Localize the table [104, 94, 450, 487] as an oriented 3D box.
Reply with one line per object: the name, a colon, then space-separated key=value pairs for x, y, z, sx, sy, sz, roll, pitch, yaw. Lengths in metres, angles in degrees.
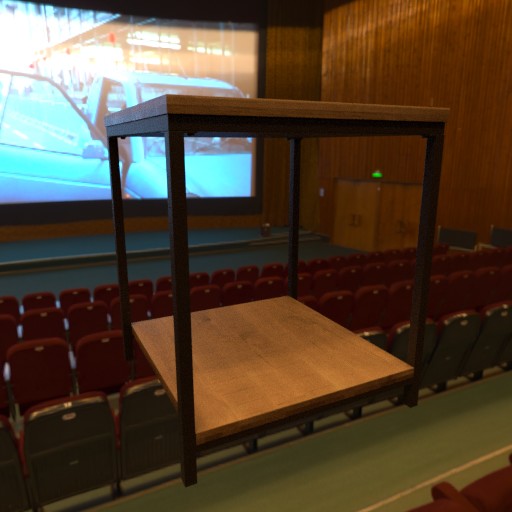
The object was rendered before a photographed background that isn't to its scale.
table: x=0.000 y=0.000 z=0.955 sx=0.507 sy=0.589 sz=0.503 roll=-7 pitch=16 yaw=-26
